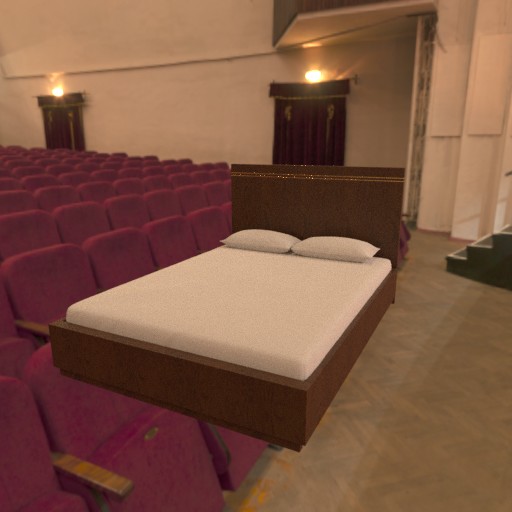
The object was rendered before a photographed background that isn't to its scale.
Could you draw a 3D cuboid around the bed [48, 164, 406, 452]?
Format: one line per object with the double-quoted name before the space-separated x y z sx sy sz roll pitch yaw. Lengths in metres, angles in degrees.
"bed" 0.000 0.000 3.150 1.613 1.169 2.221 7 16 26
